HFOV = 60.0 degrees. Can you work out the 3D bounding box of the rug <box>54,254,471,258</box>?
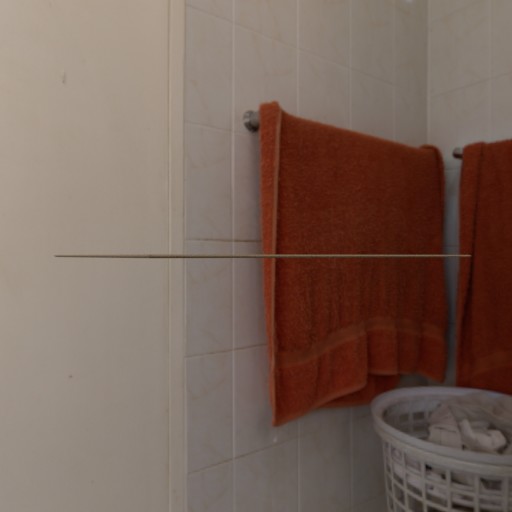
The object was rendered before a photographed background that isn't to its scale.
[{"bbox_3d":[0.000,0.000,4.080,3.041,0.020,2.413,0,0,-35],"label":"rug"}]
